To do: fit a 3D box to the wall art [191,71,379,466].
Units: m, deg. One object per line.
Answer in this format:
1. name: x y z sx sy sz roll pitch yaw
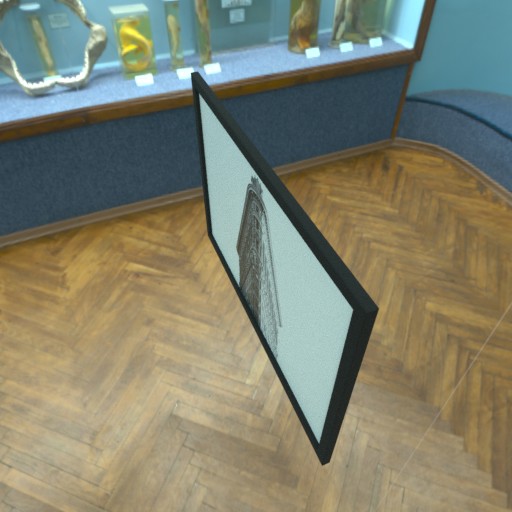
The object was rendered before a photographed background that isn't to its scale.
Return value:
1. wall art: 0.000 0.000 1.238 0.026 0.656 0.958 -16 48 -15
